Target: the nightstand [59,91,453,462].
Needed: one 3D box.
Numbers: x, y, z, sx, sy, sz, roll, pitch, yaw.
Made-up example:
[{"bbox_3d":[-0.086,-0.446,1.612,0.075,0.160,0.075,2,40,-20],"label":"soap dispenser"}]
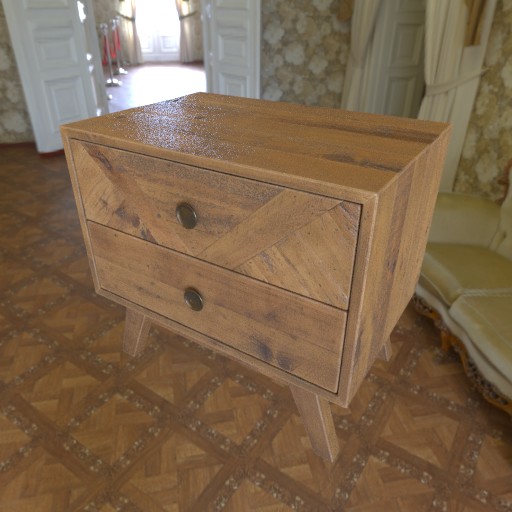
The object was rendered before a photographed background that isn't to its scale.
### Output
[{"bbox_3d":[0.000,0.000,1.028,0.650,0.599,0.450,18,35,28],"label":"nightstand"}]
